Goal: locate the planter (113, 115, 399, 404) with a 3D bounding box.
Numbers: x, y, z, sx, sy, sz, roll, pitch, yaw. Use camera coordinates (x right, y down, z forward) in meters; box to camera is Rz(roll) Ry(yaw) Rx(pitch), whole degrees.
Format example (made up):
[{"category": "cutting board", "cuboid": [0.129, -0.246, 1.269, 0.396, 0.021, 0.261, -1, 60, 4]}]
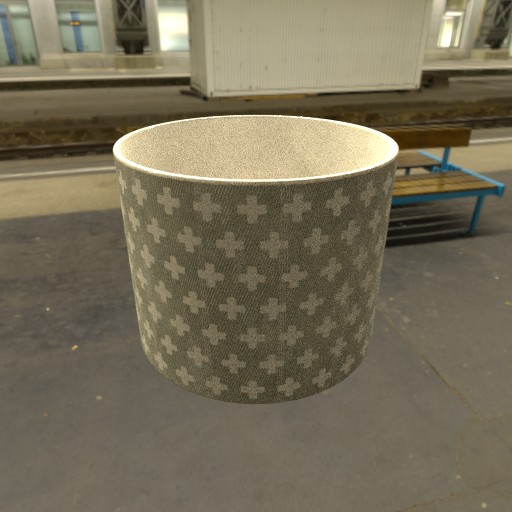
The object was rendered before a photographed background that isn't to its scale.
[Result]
[{"category": "planter", "cuboid": [0.000, 0.000, 0.457, 0.250, 0.239, 0.250, 0, 27, 0]}]
